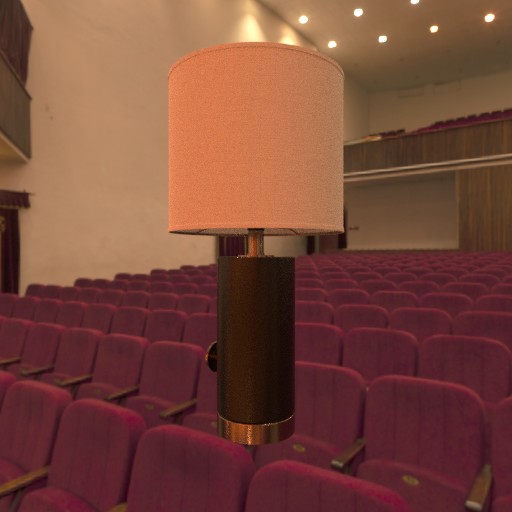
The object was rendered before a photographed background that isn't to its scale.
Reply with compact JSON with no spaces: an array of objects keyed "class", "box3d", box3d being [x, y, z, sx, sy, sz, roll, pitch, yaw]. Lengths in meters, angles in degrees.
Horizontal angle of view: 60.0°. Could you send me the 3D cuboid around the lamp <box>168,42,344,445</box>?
[{"class":"lamp","box3d":[0.000,0.000,0.618,0.240,0.482,0.241,0,0,36]}]
